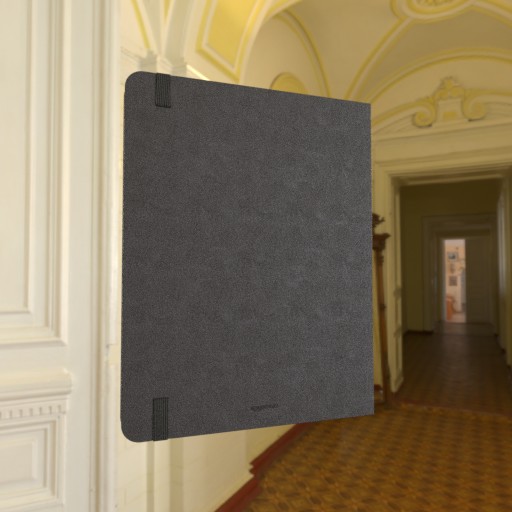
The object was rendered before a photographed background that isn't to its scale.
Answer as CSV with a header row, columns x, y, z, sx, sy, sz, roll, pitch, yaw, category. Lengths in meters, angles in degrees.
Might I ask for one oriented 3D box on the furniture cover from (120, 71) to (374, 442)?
x,y,z,sx,sy,sz,roll,pitch,yaw,category
0.000,0.000,0.374,0.216,0.281,0.023,1,-2,-19,furniture cover
